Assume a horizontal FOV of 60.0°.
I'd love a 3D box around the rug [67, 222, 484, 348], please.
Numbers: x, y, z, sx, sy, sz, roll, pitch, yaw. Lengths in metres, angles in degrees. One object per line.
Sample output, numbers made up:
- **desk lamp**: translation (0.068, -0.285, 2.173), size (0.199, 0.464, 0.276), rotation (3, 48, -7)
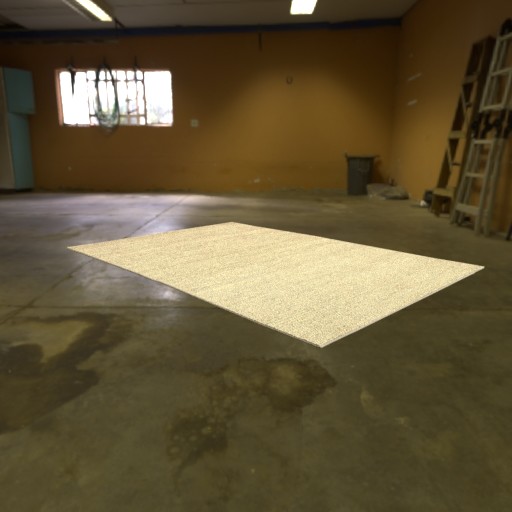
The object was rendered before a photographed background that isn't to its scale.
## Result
- **rug**: translation (0.000, 0.000, 2.963), size (1.609, 0.030, 2.342), rotation (-13, 19, -42)
